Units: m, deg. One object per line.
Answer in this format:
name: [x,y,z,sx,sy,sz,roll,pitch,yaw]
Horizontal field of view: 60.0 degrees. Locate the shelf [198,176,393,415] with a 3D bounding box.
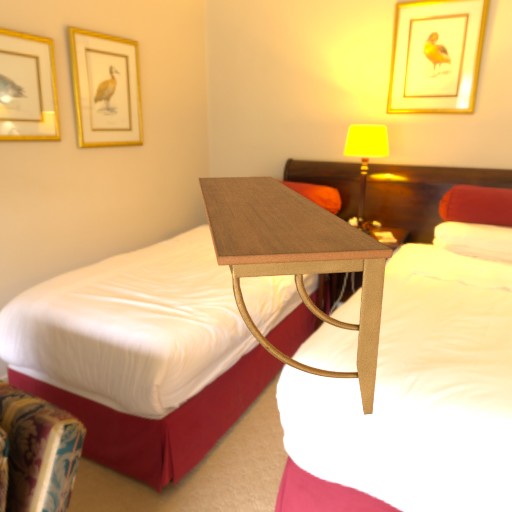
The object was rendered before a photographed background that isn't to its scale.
shelf: [0.000,0.000,0.735,0.166,0.190,0.636,-2,16,-8]
